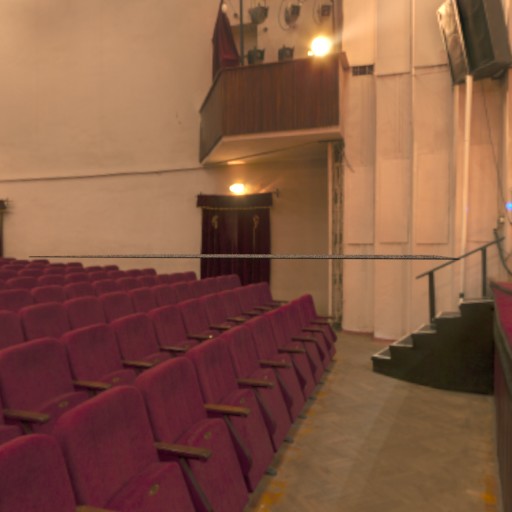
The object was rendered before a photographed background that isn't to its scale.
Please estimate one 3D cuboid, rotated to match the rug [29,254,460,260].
[{"bbox_3d":[0.000,0.000,2.337,1.819,0.005,1.200,0,1,18],"label":"rug"}]
